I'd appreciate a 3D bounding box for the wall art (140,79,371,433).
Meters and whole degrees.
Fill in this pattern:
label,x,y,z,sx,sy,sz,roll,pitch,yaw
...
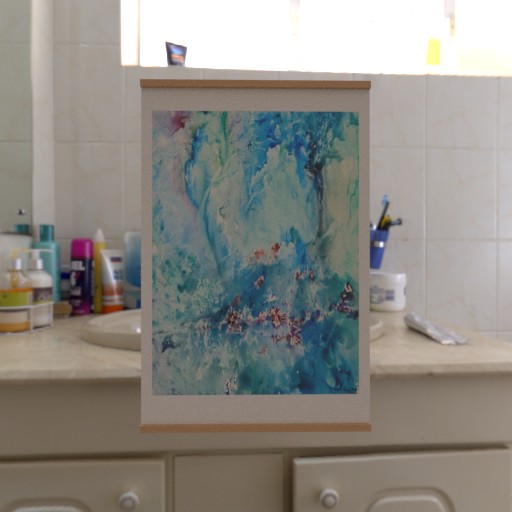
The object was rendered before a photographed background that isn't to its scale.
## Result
label,x,y,z,sx,sy,sz,roll,pitch,yaw
wall art,0.000,0.000,0.649,0.335,0.510,0.013,0,0,-1
